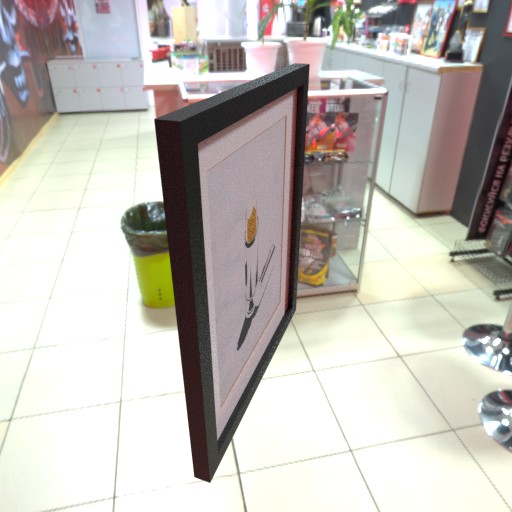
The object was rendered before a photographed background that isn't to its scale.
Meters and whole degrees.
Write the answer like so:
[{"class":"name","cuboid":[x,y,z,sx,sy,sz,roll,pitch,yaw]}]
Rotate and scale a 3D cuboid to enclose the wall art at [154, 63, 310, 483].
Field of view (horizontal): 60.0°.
[{"class":"wall art","cuboid":[0.000,0.000,0.518,0.019,0.381,0.330,11,31,18]}]
